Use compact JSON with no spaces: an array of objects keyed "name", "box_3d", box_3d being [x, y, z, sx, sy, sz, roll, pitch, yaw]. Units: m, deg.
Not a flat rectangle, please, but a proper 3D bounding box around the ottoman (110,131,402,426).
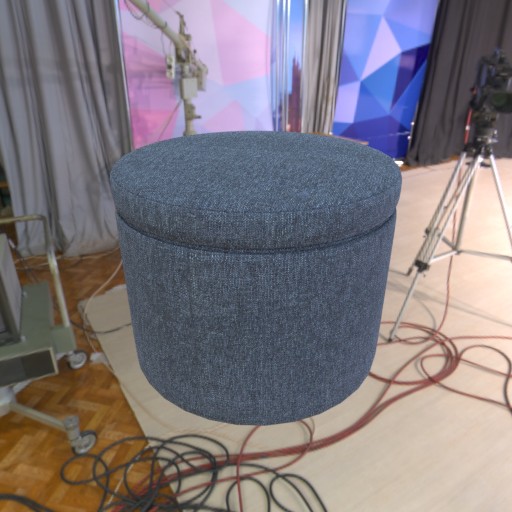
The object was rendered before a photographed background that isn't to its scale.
[{"name":"ottoman","box_3d":[0.000,0.000,0.869,0.500,0.419,0.500,0,27,0]}]
